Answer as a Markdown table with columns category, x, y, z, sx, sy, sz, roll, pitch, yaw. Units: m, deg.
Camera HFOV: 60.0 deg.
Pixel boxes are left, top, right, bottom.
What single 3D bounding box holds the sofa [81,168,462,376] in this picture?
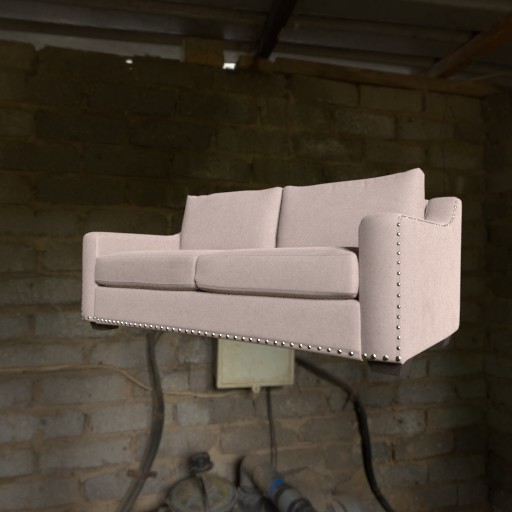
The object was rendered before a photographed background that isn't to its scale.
| category | x | y | z | sx | sy | sz | roll | pitch | yaw |
| --- | --- | --- | --- | --- | --- | --- | --- | --- | --- |
| sofa | 0.000 | 0.000 | 2.522 | 1.967 | 0.901 | 1.030 | 0 | -1 | 36 |
